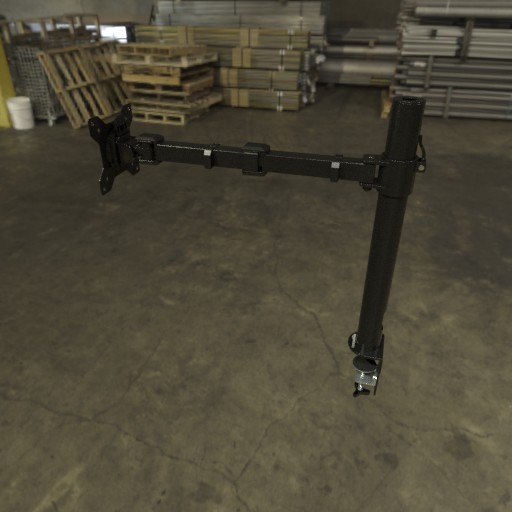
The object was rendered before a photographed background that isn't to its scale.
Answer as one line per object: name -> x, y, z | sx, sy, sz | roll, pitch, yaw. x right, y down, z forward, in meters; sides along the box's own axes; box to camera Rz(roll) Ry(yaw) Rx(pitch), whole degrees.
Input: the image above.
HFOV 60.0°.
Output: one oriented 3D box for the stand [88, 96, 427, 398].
stand -> 0.000, 0.000, 0.716 | 0.456, 0.510, 0.115 | 9, 32, 14
